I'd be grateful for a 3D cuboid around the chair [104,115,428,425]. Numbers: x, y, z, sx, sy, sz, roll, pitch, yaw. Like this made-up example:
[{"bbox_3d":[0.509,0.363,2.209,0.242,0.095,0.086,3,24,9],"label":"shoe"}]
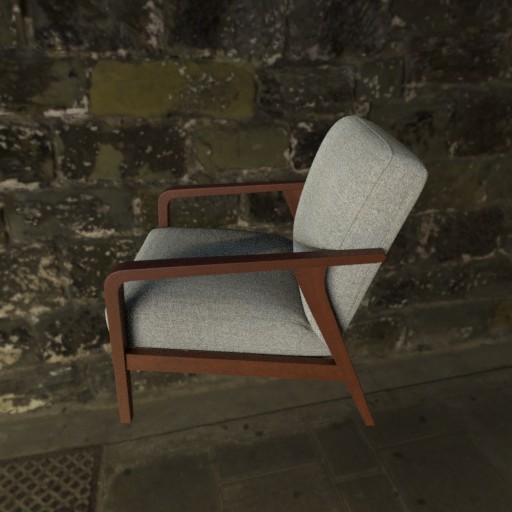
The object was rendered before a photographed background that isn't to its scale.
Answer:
[{"bbox_3d":[0.000,0.000,1.487,0.858,0.847,0.704,0,26,1],"label":"chair"}]
